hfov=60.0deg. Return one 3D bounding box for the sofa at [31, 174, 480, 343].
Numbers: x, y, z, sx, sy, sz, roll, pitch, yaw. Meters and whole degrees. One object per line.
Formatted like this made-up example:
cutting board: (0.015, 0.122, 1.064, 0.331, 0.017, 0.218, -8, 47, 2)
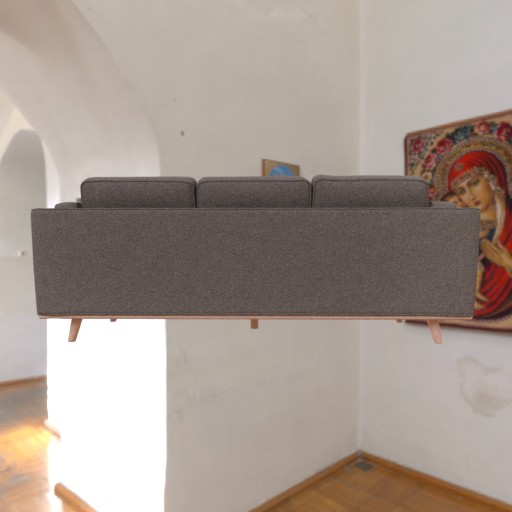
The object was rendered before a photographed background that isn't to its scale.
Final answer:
sofa: (0.000, 0.000, 3.108, 2.411, 0.929, 1.604, 0, 1, 1)
